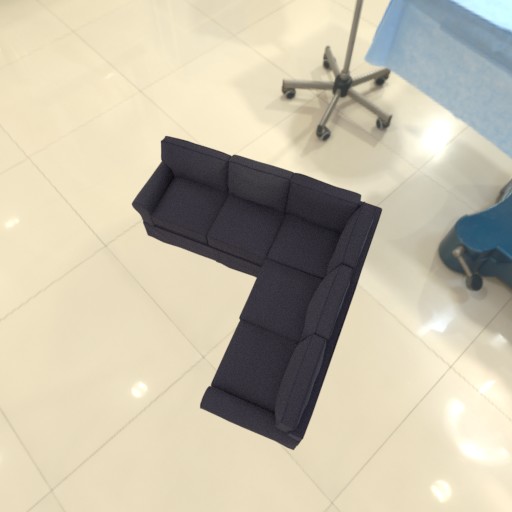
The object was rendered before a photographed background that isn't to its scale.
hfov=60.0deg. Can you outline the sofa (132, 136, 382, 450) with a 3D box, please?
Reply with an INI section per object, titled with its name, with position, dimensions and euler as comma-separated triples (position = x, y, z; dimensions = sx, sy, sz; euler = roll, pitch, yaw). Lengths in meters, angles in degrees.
[sofa]
position = 0.000, 0.000, 5.157
dimensions = 2.874, 1.169, 3.773
euler = -33, 67, -16
